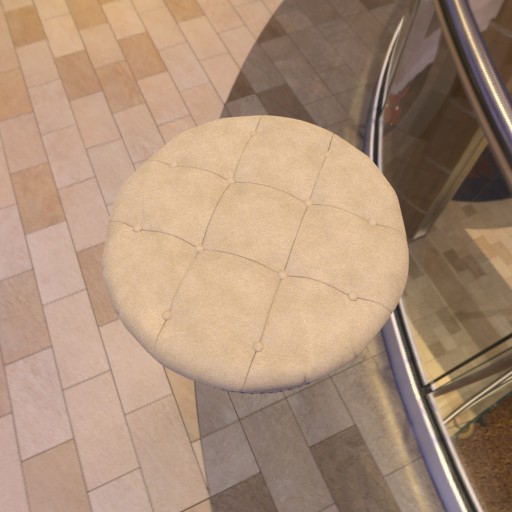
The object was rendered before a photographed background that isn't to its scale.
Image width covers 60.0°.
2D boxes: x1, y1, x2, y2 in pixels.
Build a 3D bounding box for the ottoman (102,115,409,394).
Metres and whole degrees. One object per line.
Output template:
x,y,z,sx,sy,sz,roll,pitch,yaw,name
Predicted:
0.000,0.000,1.422,0.901,0.439,0.901,0,62,0,ottoman
